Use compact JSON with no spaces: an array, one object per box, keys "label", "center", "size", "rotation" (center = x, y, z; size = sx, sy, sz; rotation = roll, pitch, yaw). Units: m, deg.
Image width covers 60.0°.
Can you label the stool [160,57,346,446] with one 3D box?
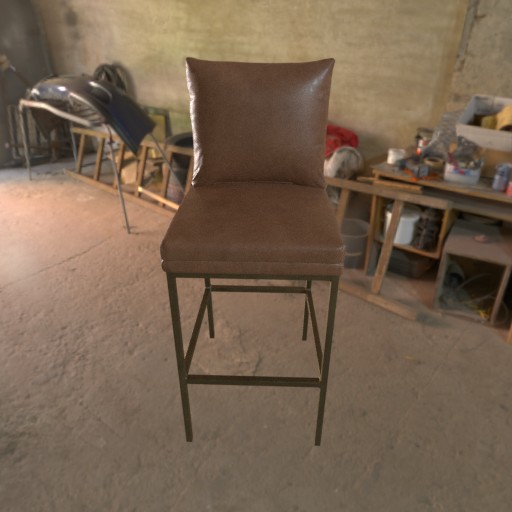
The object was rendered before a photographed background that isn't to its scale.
[{"label":"stool","center":[0.000,0.000,1.417],"size":[0.463,1.124,0.571],"rotation":[1,30,2]}]
